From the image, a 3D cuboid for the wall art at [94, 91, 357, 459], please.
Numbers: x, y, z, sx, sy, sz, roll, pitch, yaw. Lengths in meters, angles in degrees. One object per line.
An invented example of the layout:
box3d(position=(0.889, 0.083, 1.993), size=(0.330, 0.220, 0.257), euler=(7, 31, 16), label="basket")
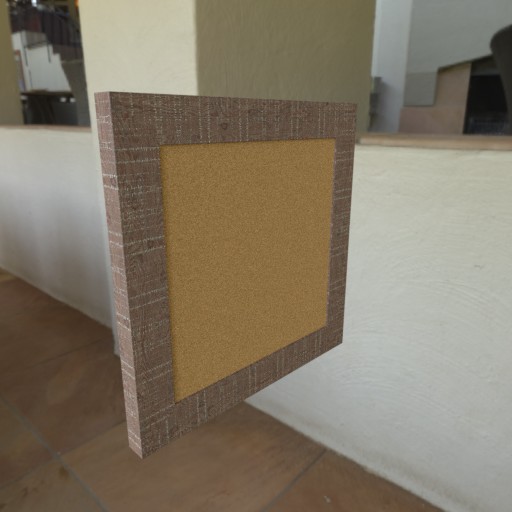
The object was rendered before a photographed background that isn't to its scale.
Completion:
box3d(position=(0.000, 0.000, 0.796), size=(0.531, 0.531, 0.040), euler=(-16, 23, -42), label="wall art")
